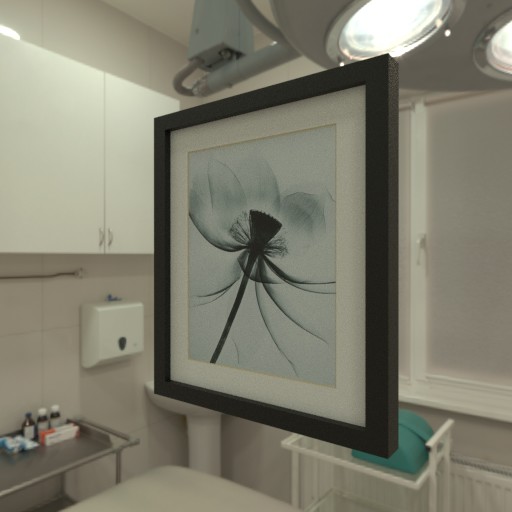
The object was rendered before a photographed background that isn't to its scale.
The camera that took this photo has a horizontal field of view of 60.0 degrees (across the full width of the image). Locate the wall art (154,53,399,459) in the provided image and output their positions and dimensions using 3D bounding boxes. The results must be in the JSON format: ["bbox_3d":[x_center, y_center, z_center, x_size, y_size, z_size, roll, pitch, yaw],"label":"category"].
[{"bbox_3d":[0.000,0.000,0.525,0.330,0.381,0.029,0,0,37],"label":"wall art"}]
